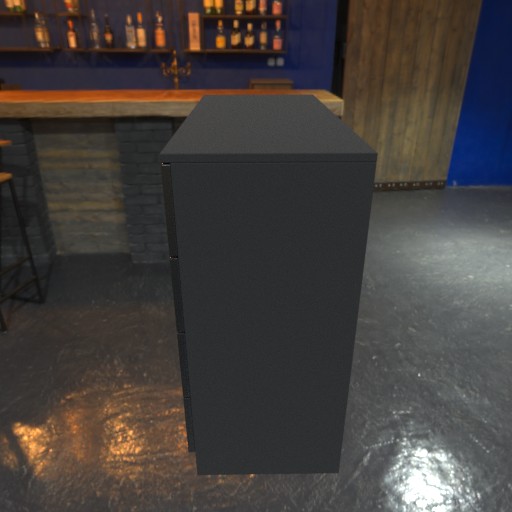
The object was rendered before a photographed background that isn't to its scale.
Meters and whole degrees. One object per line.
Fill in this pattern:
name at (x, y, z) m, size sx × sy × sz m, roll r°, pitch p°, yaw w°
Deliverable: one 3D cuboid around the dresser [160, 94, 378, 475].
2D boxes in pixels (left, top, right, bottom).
dresser at (0.000, 0.000, 1.168) m, size 0.360 × 0.720 × 0.750 m, roll 0°, pitch 26°, yaw -1°
